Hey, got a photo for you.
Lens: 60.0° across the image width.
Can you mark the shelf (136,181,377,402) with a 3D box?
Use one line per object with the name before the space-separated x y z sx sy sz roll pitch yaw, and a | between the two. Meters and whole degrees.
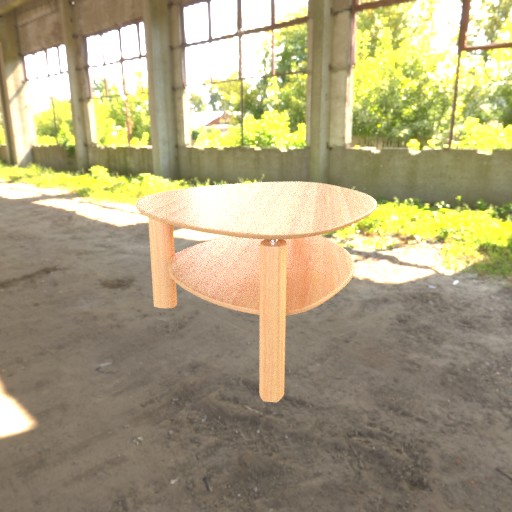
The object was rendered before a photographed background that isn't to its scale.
shelf | 0.000 0.000 1.666 0.845 0.440 1.246 2 15 8
